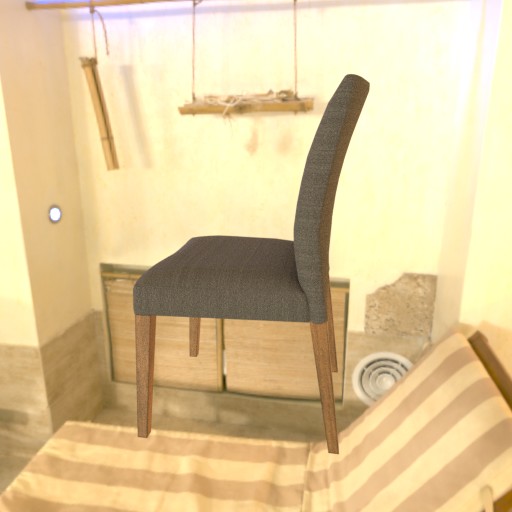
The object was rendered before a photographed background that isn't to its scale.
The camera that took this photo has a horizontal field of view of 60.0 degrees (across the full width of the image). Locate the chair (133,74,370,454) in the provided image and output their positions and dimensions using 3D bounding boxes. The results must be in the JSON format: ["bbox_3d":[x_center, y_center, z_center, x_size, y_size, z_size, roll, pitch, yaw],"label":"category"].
[{"bbox_3d":[0.000,0.000,1.297,0.585,0.940,0.496,3,16,9],"label":"chair"}]
